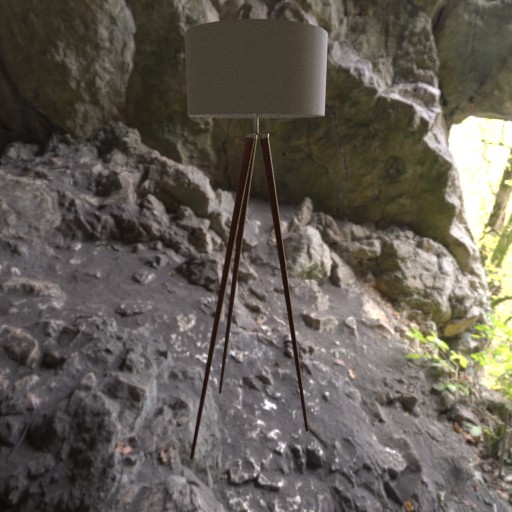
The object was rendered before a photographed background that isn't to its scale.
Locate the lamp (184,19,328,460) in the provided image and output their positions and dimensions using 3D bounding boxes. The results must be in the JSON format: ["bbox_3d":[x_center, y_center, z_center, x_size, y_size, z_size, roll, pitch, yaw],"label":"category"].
[{"bbox_3d":[0.000,0.000,1.718,0.483,1.553,0.483,3,16,9],"label":"lamp"}]
